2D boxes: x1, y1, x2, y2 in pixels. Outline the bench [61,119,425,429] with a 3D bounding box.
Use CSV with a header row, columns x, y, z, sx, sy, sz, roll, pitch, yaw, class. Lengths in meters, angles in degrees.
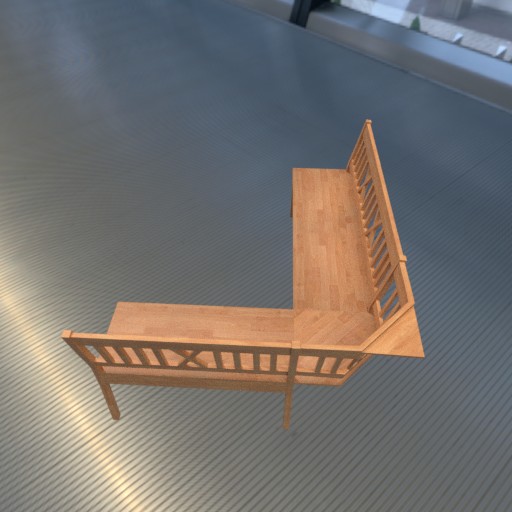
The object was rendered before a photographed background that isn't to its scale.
x,y,z,sx,sy,sz,roll,pitch,yaw,class
0.000,0.000,2.834,1.537,0.902,1.937,2,45,2,bench
